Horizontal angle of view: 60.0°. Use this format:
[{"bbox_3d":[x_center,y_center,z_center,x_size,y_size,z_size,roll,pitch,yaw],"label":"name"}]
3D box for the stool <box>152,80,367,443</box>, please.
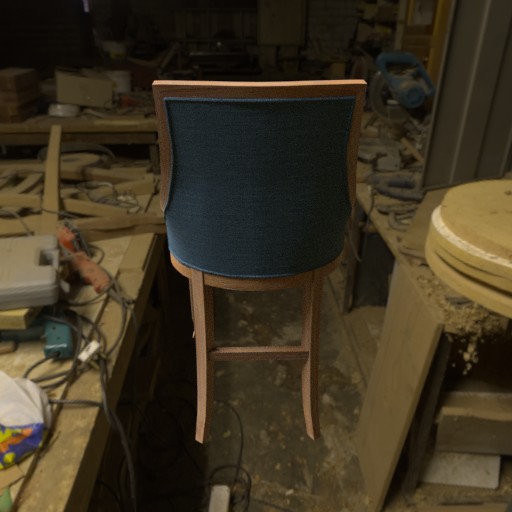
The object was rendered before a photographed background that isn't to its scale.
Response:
[{"bbox_3d":[0.000,0.000,1.401,0.524,1.101,0.626,-1,28,-2],"label":"stool"}]
